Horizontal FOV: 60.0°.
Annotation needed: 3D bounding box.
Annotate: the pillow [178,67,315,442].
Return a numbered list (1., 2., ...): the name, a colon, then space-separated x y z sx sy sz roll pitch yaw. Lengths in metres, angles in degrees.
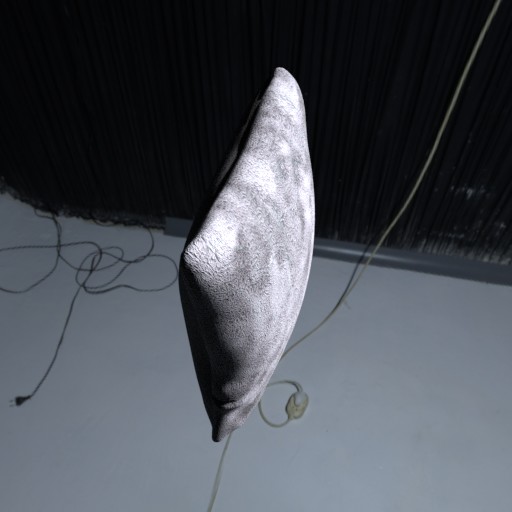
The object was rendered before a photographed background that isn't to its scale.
1. pillow: 0.000 0.000 0.822 0.204 0.520 0.522 9 47 9
